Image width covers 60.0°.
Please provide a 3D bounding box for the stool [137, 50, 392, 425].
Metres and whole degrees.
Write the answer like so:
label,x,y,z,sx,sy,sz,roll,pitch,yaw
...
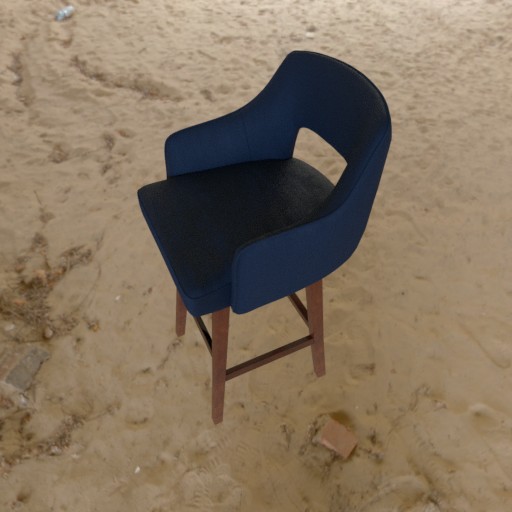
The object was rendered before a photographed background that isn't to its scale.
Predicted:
label,x,y,z,sx,sy,sz,roll,pitch,yaw
stool,0.000,0.000,1.350,0.560,1.041,0.550,-19,49,-18
